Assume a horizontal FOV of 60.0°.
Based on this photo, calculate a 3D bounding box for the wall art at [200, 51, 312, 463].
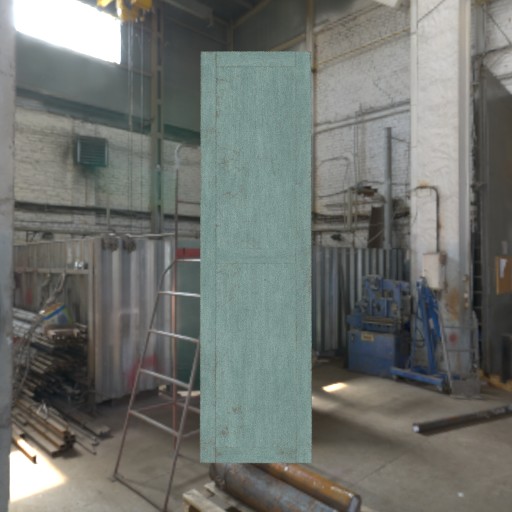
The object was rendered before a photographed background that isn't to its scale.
[{"bbox_3d":[0.000,0.000,1.325,0.329,1.219,0.025,0,-1,0],"label":"wall art"}]
